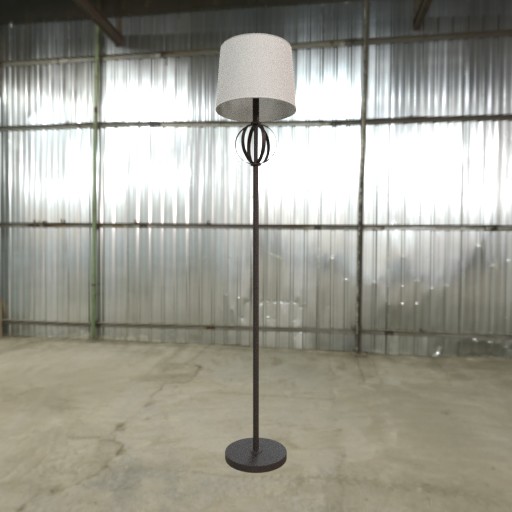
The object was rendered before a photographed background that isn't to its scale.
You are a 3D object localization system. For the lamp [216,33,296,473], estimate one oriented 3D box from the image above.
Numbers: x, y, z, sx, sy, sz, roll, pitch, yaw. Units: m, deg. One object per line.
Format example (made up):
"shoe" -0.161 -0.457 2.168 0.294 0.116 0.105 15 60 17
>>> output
"lamp" 0.000 0.000 1.591 0.286 1.462 0.286 1 2 37
